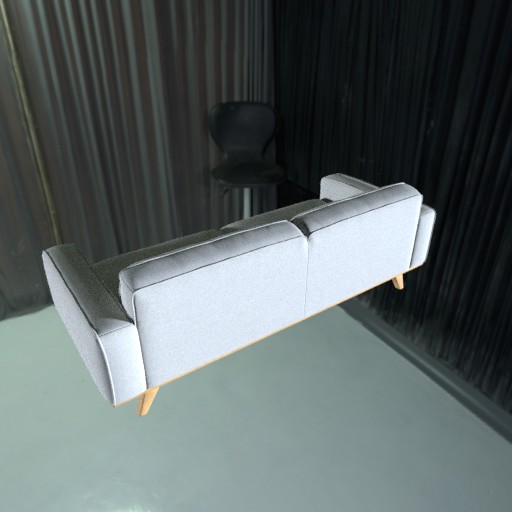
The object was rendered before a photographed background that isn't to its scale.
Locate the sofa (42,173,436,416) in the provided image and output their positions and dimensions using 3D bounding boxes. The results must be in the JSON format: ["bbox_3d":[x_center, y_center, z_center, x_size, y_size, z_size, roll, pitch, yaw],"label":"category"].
[{"bbox_3d":[0.000,0.000,2.753,2.270,0.781,0.956,-19,35,-30],"label":"sofa"}]
